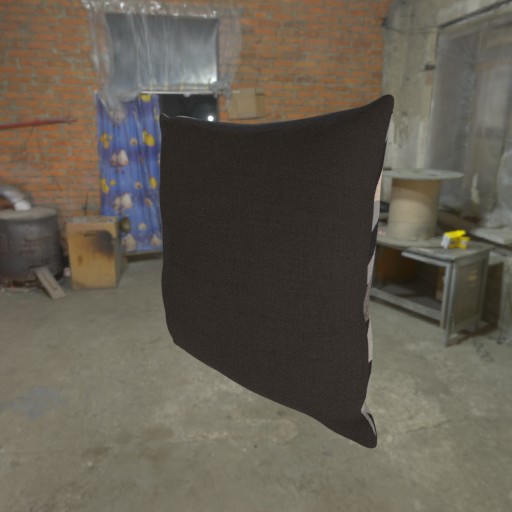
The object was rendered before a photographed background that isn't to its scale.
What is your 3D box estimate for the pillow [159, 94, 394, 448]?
[{"bbox_3d":[0.000,0.000,0.760,0.503,0.496,0.208,15,21,42],"label":"pillow"}]
